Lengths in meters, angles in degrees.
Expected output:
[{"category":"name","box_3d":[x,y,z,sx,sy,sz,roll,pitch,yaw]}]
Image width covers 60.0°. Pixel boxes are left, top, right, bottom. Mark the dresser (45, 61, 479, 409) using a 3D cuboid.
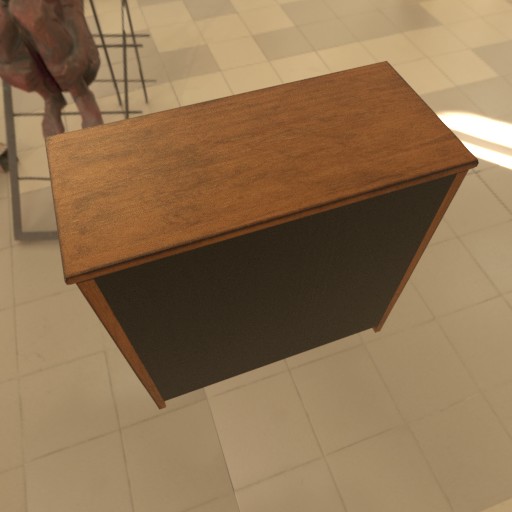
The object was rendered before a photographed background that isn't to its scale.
[{"category":"dresser","box_3d":[0.000,0.000,1.899,1.250,1.224,0.591,-17,57,-11]}]
